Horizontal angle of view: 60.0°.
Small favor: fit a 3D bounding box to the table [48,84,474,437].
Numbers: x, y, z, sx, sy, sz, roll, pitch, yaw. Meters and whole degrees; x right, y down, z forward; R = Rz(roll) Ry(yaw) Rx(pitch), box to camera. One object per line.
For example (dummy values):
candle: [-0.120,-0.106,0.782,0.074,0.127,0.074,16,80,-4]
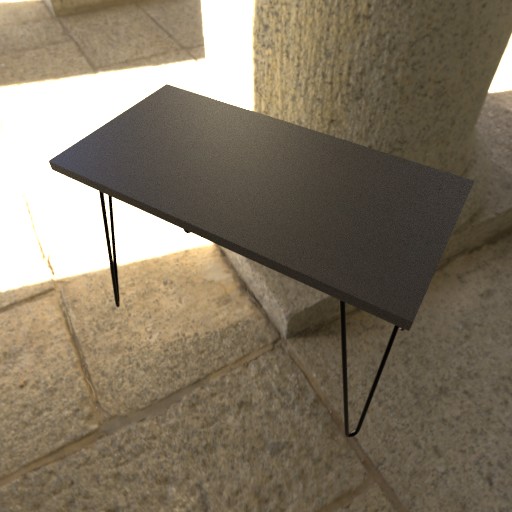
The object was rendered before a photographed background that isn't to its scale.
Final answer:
table: [0.000,0.000,1.395,0.991,0.660,0.499,24,52,20]
